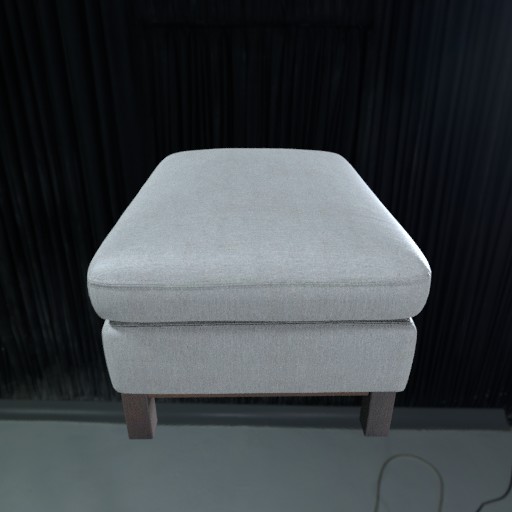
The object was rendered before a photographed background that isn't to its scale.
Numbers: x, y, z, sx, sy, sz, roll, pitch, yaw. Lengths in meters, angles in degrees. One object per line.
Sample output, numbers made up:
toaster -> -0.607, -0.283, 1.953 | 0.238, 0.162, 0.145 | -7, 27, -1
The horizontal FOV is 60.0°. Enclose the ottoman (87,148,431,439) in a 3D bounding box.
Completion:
ottoman -> 0.000, 0.000, 1.009 | 0.528, 0.404, 0.735 | 0, 26, -1
